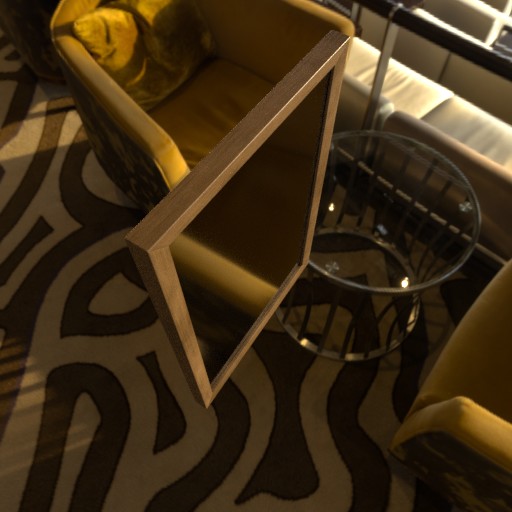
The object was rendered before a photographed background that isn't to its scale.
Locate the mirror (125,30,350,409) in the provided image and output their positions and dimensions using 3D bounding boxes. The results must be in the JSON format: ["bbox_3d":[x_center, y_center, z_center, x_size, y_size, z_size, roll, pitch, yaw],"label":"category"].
[{"bbox_3d":[0.000,0.000,0.919,0.040,0.710,0.507,29,62,17],"label":"mirror"}]
